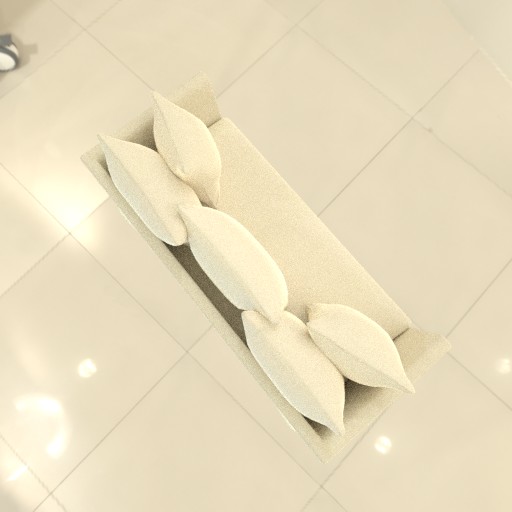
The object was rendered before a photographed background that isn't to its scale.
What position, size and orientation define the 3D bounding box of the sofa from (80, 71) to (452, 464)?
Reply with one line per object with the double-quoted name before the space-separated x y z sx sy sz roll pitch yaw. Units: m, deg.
"sofa" 0.000 0.000 2.815 1.031 1.034 2.290 -39 80 -8
